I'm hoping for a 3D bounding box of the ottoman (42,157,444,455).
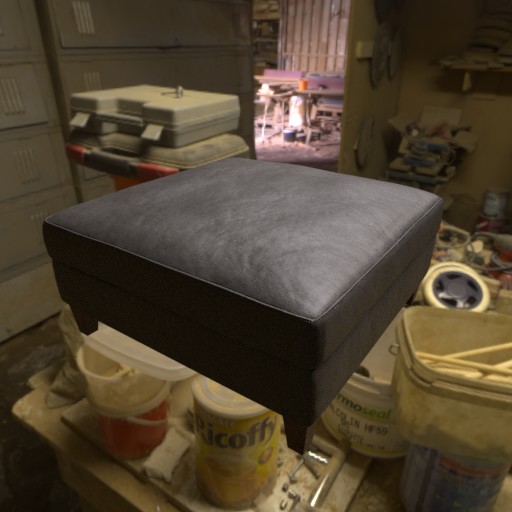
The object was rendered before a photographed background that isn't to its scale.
[{"bbox_3d":[0.000,0.000,1.304,0.844,0.415,0.836,17,31,31],"label":"ottoman"}]
